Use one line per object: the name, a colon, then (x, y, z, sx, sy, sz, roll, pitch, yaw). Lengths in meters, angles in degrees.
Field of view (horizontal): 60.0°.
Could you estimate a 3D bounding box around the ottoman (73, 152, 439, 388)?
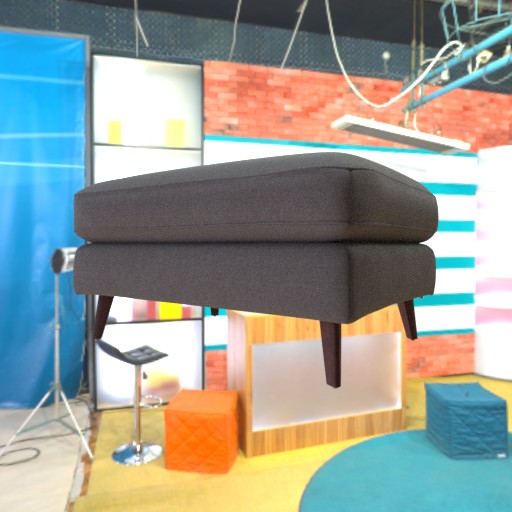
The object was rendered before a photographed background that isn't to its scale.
ottoman: (0.000, 0.000, 1.172, 0.811, 0.449, 0.608, 1, 2, 35)
